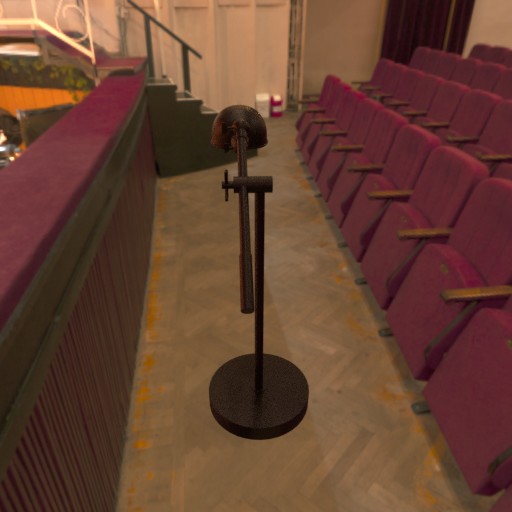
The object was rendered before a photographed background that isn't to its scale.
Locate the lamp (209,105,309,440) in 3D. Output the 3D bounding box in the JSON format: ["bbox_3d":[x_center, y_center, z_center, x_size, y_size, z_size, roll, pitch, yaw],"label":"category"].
[{"bbox_3d":[0.000,0.000,0.812,0.185,0.495,0.567,-1,29,-2],"label":"lamp"}]
